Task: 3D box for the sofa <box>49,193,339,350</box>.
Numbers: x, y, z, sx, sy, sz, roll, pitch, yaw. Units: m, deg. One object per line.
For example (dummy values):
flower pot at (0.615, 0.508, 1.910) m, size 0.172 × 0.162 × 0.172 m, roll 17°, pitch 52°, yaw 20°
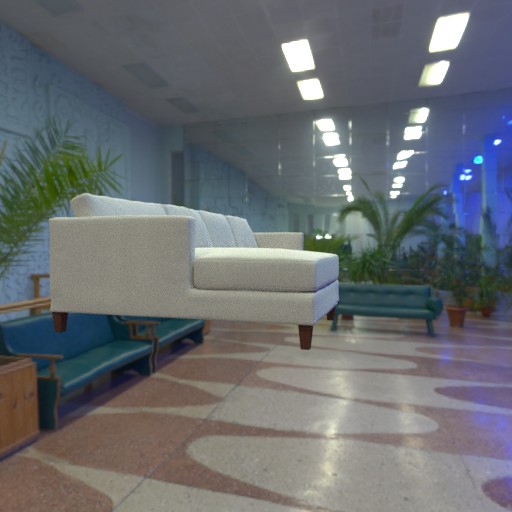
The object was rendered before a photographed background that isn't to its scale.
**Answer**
sofa at (0.000, 0.000, 3.915) m, size 1.625 × 0.861 × 3.186 m, roll 0°, pitch 1°, yaw 17°
